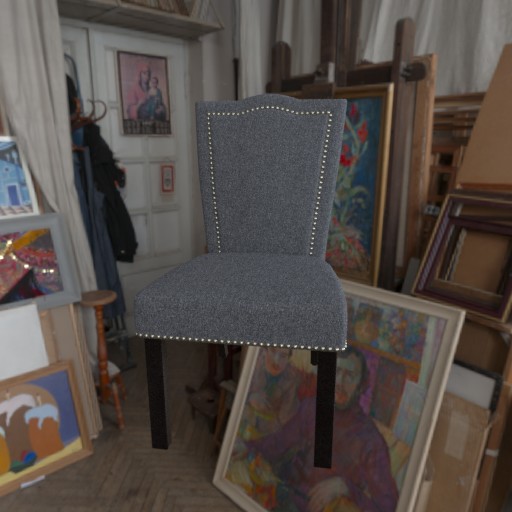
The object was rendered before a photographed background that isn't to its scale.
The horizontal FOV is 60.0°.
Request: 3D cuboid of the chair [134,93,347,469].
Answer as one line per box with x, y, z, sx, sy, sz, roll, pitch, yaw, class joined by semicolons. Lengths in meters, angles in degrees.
0.000;0.000;1.289;0.518;0.946;0.589;2;14;9;chair
